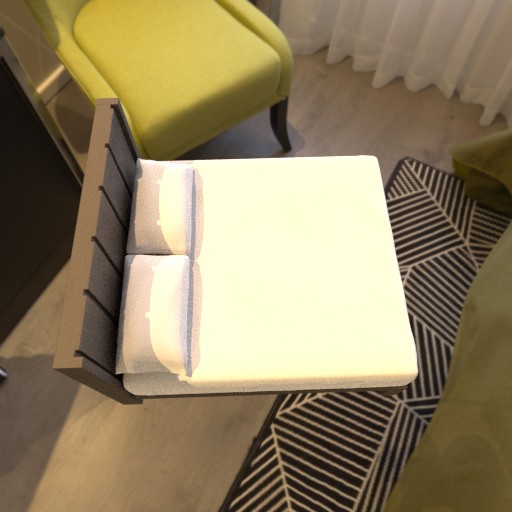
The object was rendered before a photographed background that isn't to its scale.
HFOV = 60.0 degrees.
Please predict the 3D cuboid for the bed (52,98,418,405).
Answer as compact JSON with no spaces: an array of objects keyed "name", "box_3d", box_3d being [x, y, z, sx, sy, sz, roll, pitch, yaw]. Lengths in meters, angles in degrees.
[{"name":"bed","box_3d":[0.000,0.000,3.060,1.992,1.261,1.735,-2,64,-1]}]
